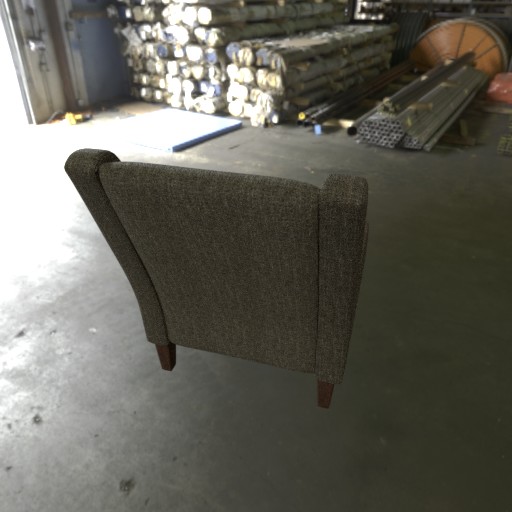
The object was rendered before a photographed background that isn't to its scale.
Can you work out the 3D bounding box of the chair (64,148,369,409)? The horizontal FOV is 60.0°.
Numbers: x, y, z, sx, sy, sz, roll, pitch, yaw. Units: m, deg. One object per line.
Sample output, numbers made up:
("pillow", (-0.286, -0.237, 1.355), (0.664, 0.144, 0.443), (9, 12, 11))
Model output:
("chair", (0.000, 0.000, 1.693), (0.793, 1.012, 0.944), (9, 32, 15))
